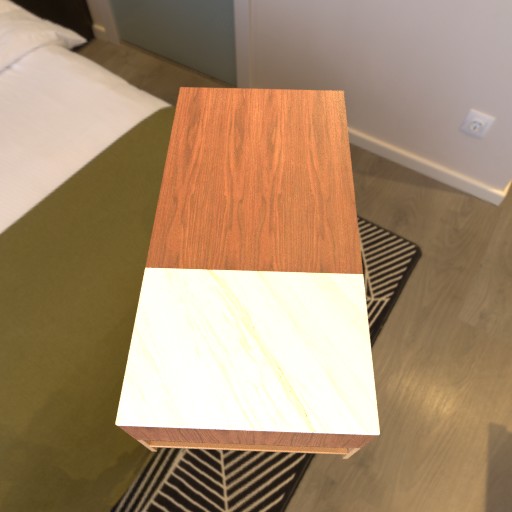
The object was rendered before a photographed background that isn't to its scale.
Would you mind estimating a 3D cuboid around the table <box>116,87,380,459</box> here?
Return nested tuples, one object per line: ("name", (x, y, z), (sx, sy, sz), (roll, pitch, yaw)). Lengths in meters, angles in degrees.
("table", (0.000, 0.000, 1.964), (0.789, 0.551, 1.553), (2, 58, 1))
